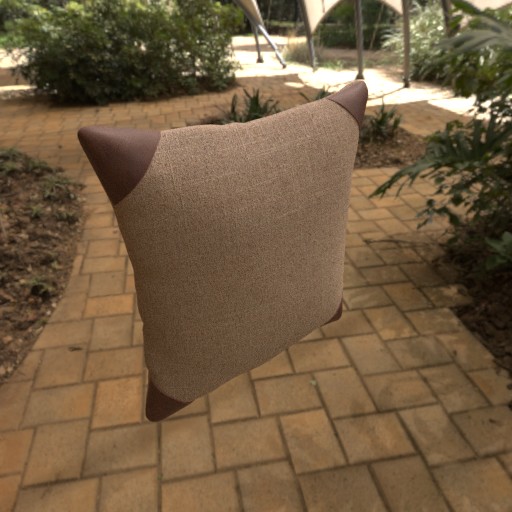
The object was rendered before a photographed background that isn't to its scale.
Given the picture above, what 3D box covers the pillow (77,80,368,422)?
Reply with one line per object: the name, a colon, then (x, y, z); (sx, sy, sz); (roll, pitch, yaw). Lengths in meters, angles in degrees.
pillow: (0.000, 0.000, 0.658); (0.437, 0.448, 0.147); (-23, 38, -33)
